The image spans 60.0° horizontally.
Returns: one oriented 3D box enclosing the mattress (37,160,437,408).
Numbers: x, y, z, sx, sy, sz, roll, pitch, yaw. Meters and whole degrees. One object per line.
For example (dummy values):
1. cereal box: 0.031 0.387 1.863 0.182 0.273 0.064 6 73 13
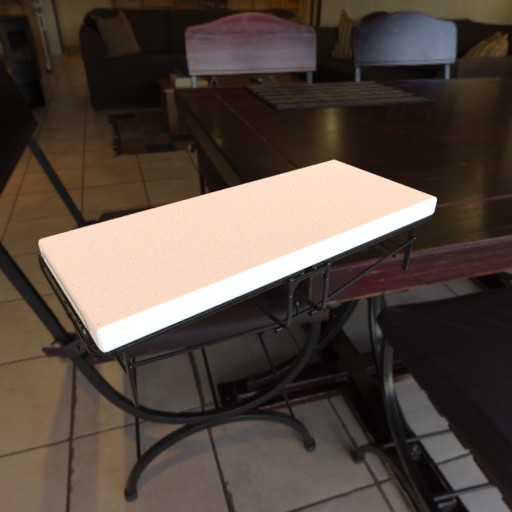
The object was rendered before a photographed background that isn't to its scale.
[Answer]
1. mattress: 0.000 0.000 2.580 2.153 0.519 0.922 -21 37 -31
